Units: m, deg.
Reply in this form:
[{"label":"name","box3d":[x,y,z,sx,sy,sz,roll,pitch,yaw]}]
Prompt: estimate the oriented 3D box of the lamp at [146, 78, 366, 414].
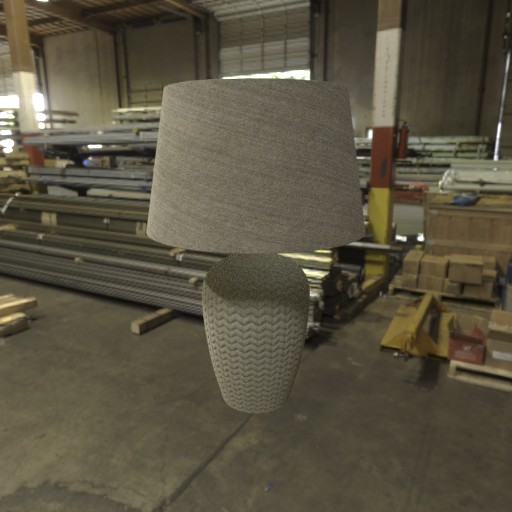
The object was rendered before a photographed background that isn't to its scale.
[{"label":"lamp","box3d":[0.000,0.000,0.824,0.390,0.580,0.390,0,15,0]}]
